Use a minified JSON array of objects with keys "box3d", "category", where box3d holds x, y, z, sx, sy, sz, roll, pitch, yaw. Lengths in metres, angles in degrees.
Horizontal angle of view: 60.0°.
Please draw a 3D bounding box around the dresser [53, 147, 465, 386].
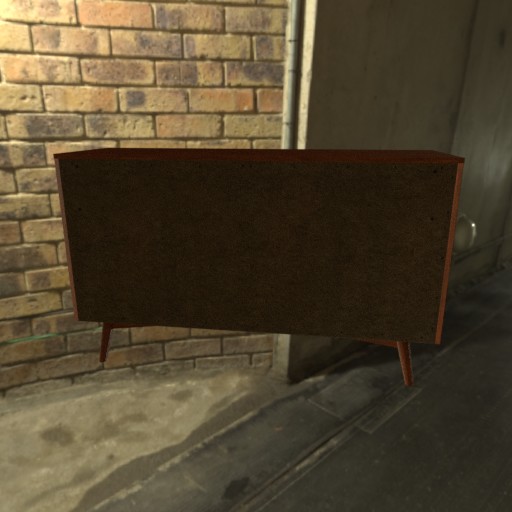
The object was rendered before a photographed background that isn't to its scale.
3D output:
[{"box3d":[0.000,0.000,1.935,1.472,0.889,0.500,2,17,8],"category":"dresser"}]
